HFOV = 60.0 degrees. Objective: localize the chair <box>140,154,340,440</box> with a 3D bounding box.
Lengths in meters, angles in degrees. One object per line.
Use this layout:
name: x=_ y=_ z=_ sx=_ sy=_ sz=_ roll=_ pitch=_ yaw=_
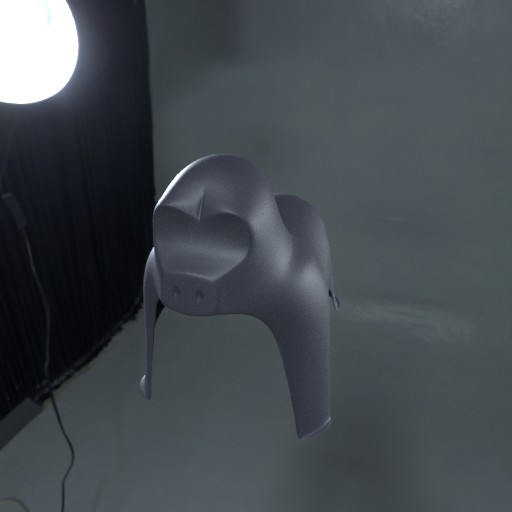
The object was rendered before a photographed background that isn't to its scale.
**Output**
chair: x=0.000 y=0.000 z=1.125 sx=0.490 sy=0.600 sz=0.758 roll=8 pitch=28 yaw=16
